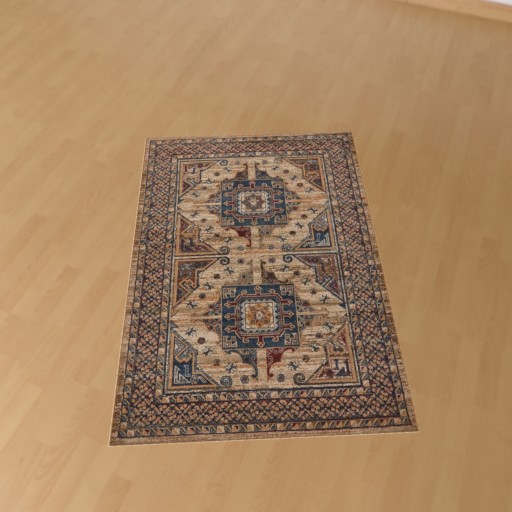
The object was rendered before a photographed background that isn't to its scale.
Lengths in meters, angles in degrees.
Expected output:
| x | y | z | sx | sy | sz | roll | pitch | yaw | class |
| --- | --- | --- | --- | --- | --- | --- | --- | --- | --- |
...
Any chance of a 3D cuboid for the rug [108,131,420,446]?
| x | y | z | sx | sy | sz | roll | pitch | yaw | class |
| --- | --- | --- | --- | --- | --- | --- | --- | --- | --- |
| 0.000 | 0.000 | 2.872 | 1.611 | 0.008 | 2.227 | -2 | 58 | -1 | rug |
